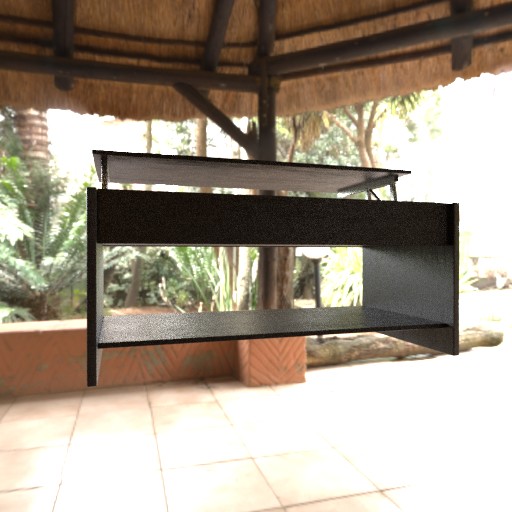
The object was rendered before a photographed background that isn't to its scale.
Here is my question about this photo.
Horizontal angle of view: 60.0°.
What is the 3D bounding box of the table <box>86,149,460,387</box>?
[{"bbox_3d":[0.000,0.000,1.458,1.000,0.570,0.712,0,0,-17],"label":"table"}]
